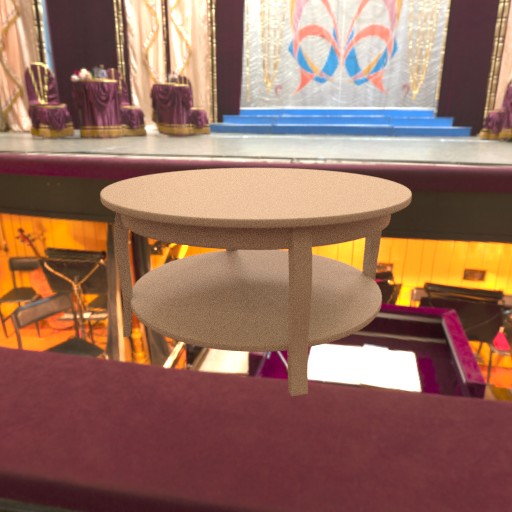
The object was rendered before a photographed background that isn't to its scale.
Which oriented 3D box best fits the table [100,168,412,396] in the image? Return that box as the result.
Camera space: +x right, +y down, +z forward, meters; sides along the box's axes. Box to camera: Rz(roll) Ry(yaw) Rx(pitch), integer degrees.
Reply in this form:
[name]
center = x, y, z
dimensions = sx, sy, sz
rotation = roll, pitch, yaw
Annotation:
[table]
center = 0.000, 0.000, 1.435
dimensions = 0.910, 0.457, 0.910
rotation = 0, 18, 0
